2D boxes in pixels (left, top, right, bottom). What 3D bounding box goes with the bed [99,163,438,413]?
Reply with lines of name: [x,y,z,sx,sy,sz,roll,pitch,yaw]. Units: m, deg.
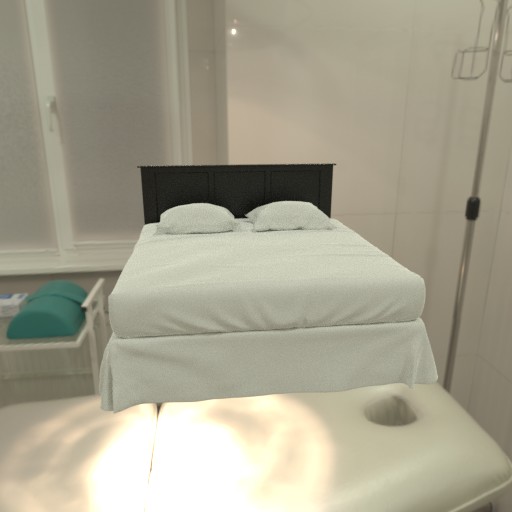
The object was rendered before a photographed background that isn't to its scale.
bed: [0.000,0.000,3.628,2.315,1.271,2.219,-2,17,-7]
